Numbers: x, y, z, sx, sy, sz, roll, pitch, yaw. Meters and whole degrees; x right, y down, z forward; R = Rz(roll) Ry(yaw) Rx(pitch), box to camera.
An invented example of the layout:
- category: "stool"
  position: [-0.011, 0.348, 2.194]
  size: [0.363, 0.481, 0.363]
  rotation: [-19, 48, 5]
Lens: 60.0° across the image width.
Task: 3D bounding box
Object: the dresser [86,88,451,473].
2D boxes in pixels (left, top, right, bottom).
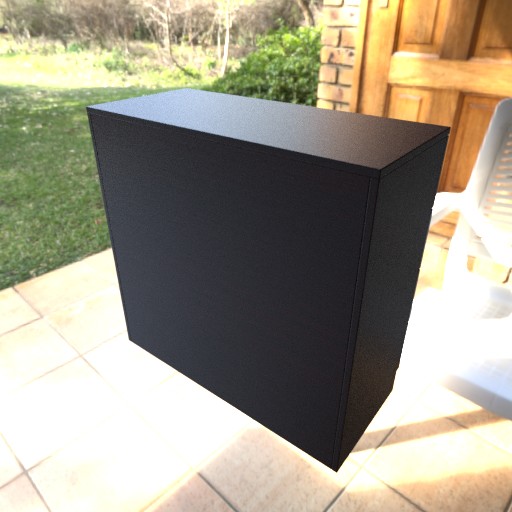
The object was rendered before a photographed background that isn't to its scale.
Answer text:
- category: "dresser"
  position: [0.000, 0.000, 1.159]
  size: [0.750, 0.720, 0.360]
  rotation: [21, 36, 32]
